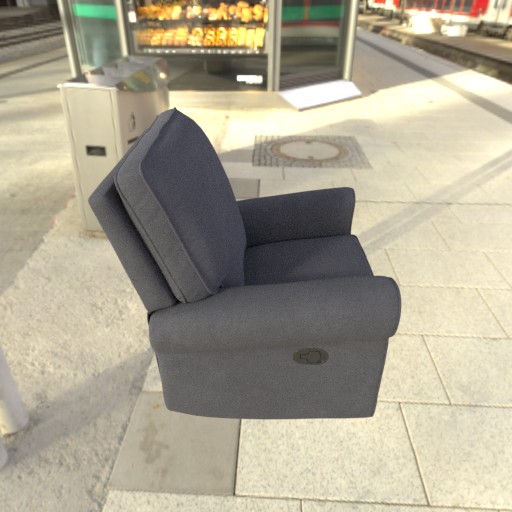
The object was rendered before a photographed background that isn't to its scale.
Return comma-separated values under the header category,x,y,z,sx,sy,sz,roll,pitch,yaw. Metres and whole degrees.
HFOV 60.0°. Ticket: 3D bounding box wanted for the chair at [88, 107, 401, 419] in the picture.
category,x,y,z,sx,sy,sz,roll,pitch,yaw
chair,0.000,0.000,1.652,0.878,0.961,0.890,0,31,0
